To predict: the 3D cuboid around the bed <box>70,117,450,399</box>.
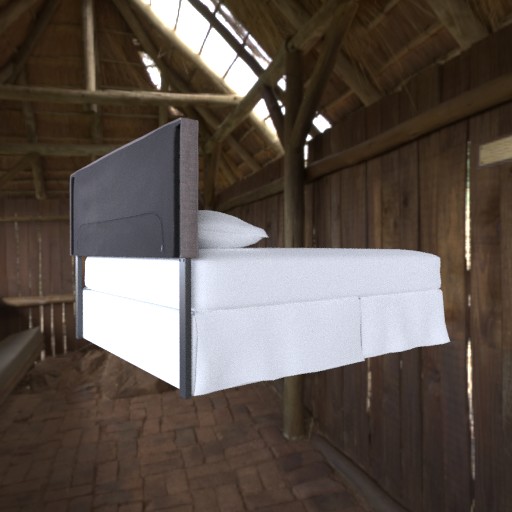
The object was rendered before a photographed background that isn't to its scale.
[{"bbox_3d":[0.000,0.000,2.859,1.894,1.089,1.610,0,1,-37],"label":"bed"}]
